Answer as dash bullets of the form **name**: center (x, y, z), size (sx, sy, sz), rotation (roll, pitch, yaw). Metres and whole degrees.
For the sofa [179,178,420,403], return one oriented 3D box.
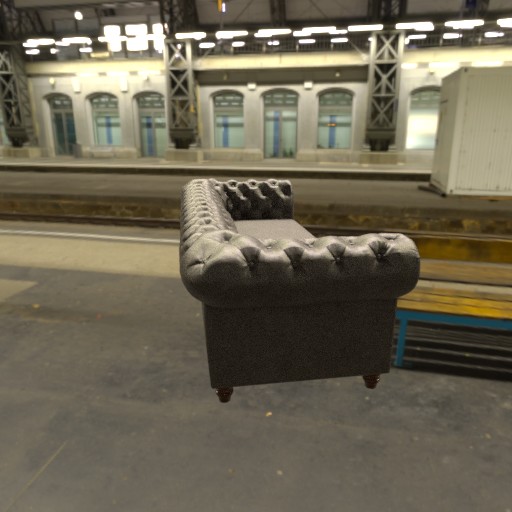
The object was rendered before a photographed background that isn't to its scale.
- **sofa**: center (0.000, 0.000, 2.841), size (0.944, 0.783, 2.385), rotation (-3, 16, -9)
